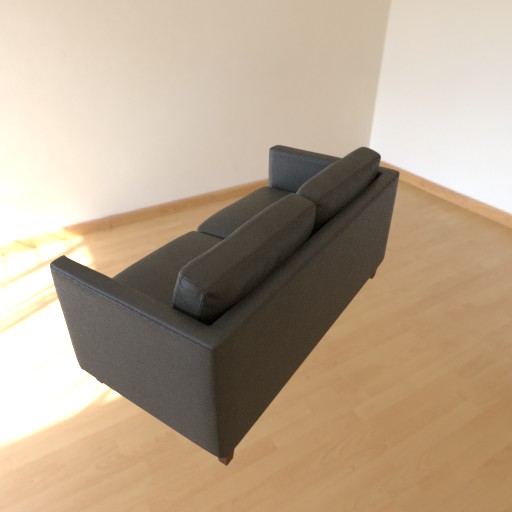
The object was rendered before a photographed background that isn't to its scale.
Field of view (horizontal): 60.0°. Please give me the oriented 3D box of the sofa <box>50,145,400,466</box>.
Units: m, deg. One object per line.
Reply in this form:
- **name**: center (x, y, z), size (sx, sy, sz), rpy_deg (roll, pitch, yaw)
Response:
- **sofa**: center (0.000, 0.000, 2.480), size (0.951, 0.933, 1.883), rpy_deg (20, 38, 28)
